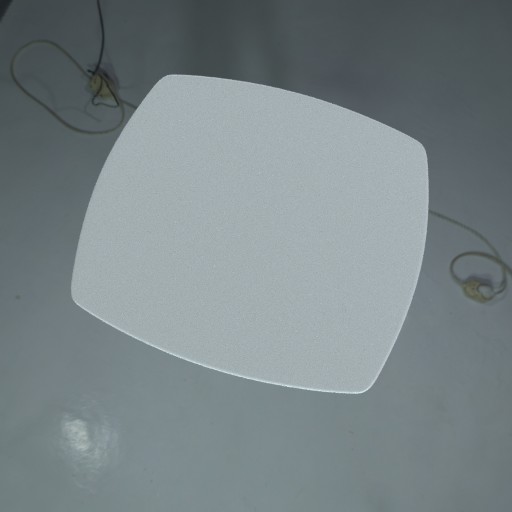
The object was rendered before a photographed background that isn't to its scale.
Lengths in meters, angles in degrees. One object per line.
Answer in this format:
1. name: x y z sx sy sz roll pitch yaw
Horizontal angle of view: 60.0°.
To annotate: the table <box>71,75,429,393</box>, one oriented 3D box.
1. table: 0.000 0.000 0.873 0.502 0.438 0.451 17 76 4
